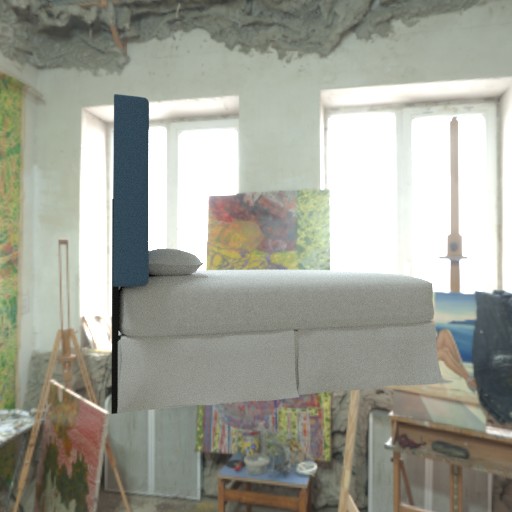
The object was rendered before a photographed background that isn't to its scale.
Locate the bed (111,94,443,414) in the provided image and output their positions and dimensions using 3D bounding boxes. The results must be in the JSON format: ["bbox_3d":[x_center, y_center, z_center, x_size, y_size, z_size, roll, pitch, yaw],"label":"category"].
[{"bbox_3d":[0.000,0.000,3.368,2.078,1.665,1.719,0,-1,-18],"label":"bed"}]
